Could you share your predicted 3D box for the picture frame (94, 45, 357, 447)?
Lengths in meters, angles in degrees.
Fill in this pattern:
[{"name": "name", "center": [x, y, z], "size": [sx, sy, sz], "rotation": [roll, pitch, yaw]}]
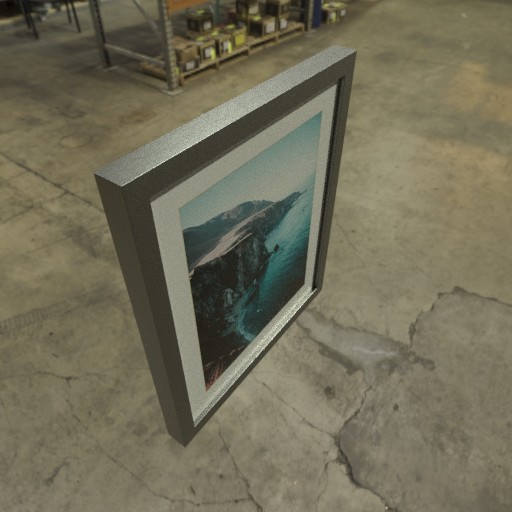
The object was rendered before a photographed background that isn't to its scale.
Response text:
[{"name": "picture frame", "center": [0.000, 0.000, 1.319], "size": [0.073, 0.968, 0.839], "rotation": [27, 49, 26]}]
